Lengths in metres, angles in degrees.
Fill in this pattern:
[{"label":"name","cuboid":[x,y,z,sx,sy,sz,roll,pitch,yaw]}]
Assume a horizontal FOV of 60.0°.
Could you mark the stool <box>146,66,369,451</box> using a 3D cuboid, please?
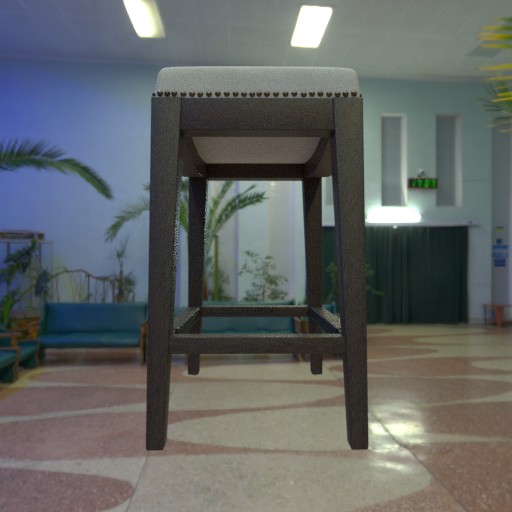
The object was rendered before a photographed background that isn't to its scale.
[{"label":"stool","cuboid":[0.000,0.000,0.968,0.361,0.642,0.500,0,0,-1]}]
